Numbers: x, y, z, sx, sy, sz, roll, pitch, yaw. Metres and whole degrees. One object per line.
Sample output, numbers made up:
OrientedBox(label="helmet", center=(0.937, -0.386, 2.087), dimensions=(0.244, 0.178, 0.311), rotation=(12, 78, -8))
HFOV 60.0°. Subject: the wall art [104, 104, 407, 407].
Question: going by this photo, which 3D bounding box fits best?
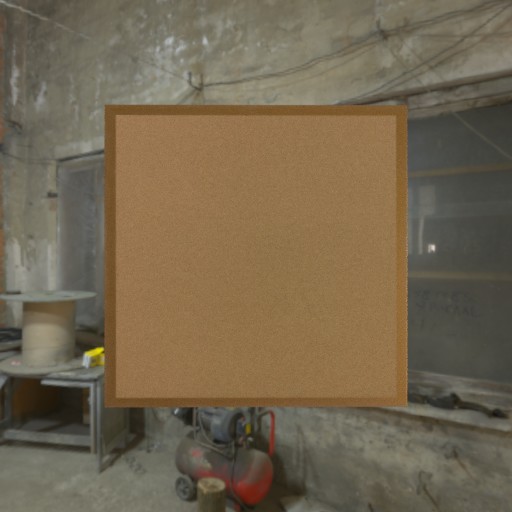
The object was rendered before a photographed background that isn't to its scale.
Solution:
OrientedBox(label="wall art", center=(0.000, 0.000, 0.466), dimensions=(0.306, 0.305, 0.038), rotation=(0, 0, 0))
